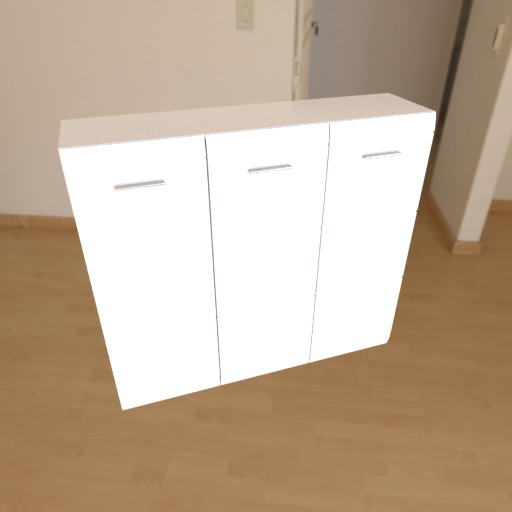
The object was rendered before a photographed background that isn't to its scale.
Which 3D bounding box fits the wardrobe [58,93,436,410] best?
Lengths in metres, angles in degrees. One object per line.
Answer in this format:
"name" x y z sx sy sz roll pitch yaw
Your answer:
"wardrobe" 0.000 0.000 1.934 1.340 1.200 0.360 -10 34 -15
